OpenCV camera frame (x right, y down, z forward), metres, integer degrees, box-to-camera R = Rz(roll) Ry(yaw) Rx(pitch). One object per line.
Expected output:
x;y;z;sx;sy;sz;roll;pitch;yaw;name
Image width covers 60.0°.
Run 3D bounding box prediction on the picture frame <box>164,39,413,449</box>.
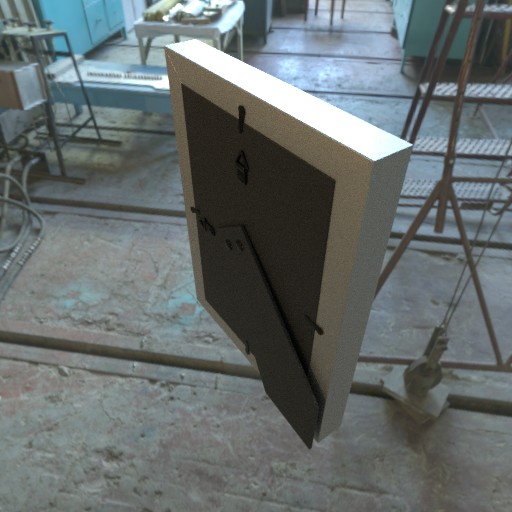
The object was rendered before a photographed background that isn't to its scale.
0.000;0.000;0.272;0.028;0.208;0.157;-26;48;-26;picture frame
